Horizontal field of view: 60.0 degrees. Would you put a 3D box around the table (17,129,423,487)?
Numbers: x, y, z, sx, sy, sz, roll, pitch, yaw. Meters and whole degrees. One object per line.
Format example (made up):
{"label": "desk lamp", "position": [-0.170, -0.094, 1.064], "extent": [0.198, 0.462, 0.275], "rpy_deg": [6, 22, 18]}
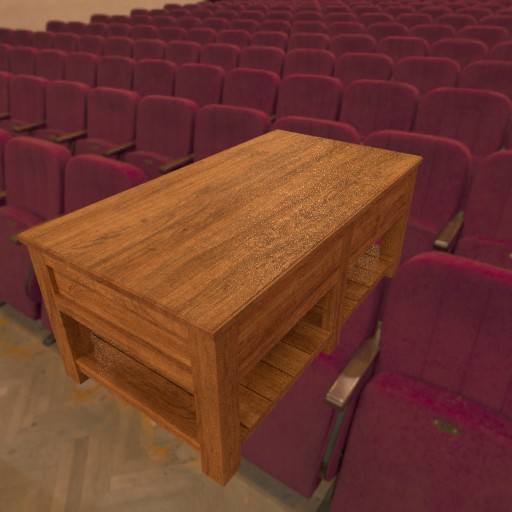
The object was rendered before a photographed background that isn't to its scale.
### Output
{"label": "table", "position": [0.000, 0.000, 1.448], "extent": [0.635, 0.480, 1.150], "rpy_deg": [20, 36, 30]}
